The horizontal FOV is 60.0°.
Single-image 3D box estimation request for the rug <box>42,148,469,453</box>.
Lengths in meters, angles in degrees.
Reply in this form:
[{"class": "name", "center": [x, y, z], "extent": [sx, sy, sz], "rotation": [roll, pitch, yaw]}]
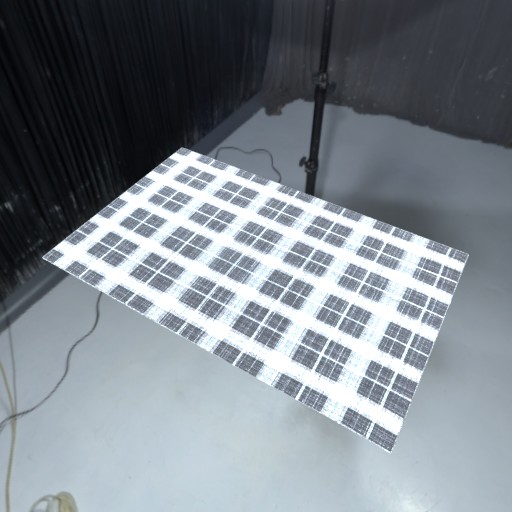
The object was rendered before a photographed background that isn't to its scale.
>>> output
[{"class": "rug", "center": [0.000, 0.000, 2.972], "extent": [2.434, 0.015, 1.520], "rotation": [24, 52, 21]}]
